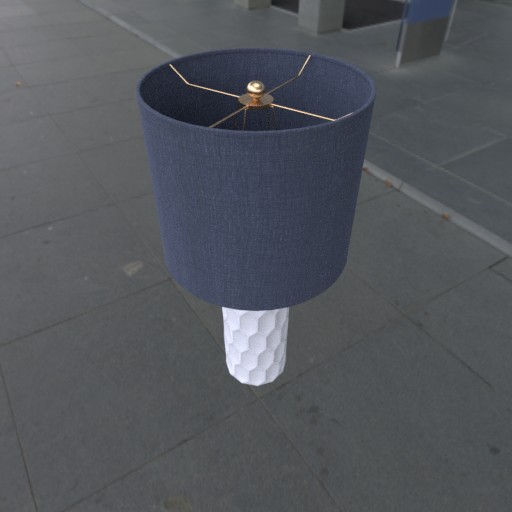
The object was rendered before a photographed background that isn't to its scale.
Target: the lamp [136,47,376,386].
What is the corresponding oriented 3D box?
[{"bbox_3d":[0.000,0.000,0.692,0.277,0.537,0.277,-12,42,-14],"label":"lamp"}]
